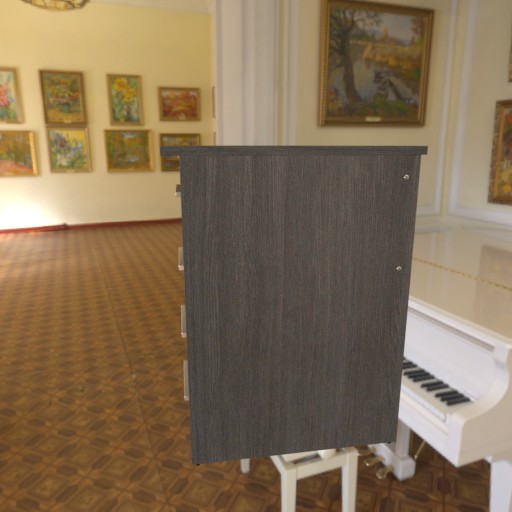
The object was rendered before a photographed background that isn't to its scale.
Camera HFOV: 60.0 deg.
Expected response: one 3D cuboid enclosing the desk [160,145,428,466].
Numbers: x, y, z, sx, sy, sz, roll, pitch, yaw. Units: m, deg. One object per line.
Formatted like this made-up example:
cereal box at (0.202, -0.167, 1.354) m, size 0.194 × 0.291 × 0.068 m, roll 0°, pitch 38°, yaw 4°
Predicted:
desk at (0.000, 0.000, 1.511) m, size 0.560 × 0.730 × 1.096 m, roll -2°, pitch 14°, yaw -9°
